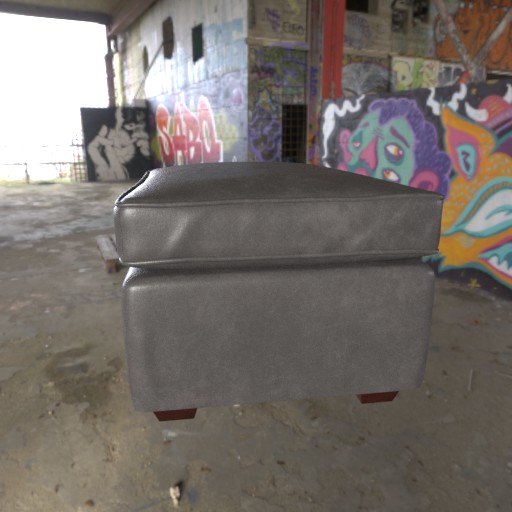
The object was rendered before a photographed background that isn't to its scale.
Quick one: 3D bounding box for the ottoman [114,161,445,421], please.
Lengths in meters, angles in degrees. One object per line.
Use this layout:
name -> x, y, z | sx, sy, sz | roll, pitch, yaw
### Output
ottoman -> 0.000, 0.000, 1.097 | 0.554, 0.445, 0.756 | -2, 15, -8
